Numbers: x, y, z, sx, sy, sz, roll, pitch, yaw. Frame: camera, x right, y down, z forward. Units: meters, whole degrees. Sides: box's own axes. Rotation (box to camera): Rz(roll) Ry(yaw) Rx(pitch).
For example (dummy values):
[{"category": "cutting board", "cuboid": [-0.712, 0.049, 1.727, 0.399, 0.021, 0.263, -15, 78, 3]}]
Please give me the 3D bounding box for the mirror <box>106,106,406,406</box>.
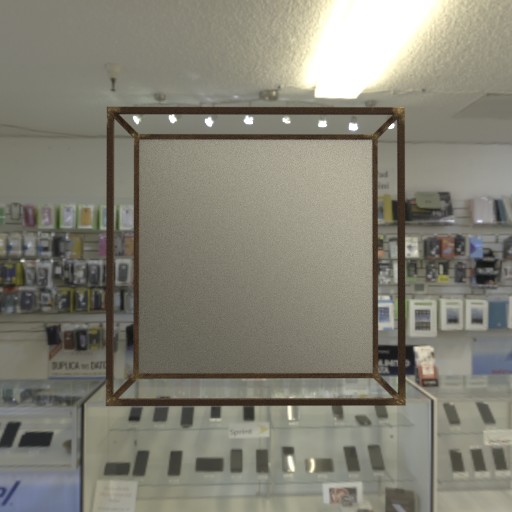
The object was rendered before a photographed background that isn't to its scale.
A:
[{"category": "mirror", "cuboid": [0.000, 0.000, 0.921, 0.610, 0.610, 0.032, 0, -1, 0]}]
